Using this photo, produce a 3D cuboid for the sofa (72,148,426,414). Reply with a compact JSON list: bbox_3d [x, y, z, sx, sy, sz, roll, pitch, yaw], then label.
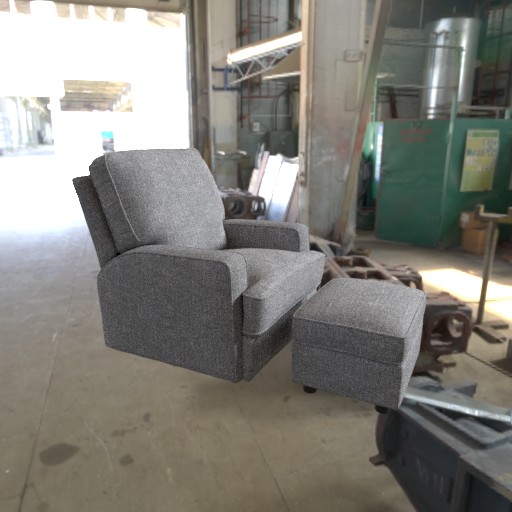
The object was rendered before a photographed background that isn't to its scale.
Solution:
[{"bbox_3d":[0.000,0.000,2.055,1.472,0.959,0.861,8,17,26],"label":"sofa"}]
